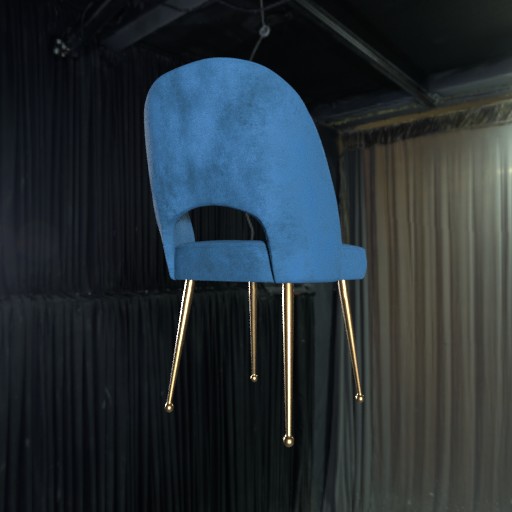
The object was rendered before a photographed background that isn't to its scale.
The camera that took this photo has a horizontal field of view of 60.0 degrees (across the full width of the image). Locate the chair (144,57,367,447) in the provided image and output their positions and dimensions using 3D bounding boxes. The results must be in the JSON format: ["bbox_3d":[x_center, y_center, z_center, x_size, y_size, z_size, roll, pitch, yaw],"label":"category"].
[{"bbox_3d":[0.000,0.000,1.233,0.527,0.860,0.577,-1,-1,36],"label":"chair"}]
